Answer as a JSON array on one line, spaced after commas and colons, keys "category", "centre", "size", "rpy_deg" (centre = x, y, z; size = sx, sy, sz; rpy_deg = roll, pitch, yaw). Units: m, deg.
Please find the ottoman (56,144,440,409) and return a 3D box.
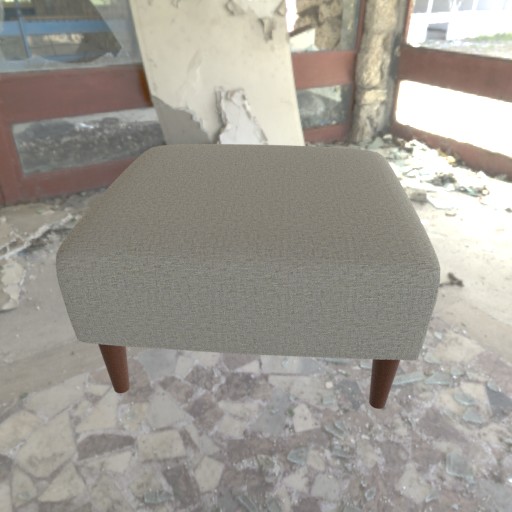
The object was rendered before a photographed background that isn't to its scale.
[{"category": "ottoman", "centre": [0.000, 0.000, 1.068], "size": [0.655, 0.399, 0.648], "rpy_deg": [2, 31, 4]}]
